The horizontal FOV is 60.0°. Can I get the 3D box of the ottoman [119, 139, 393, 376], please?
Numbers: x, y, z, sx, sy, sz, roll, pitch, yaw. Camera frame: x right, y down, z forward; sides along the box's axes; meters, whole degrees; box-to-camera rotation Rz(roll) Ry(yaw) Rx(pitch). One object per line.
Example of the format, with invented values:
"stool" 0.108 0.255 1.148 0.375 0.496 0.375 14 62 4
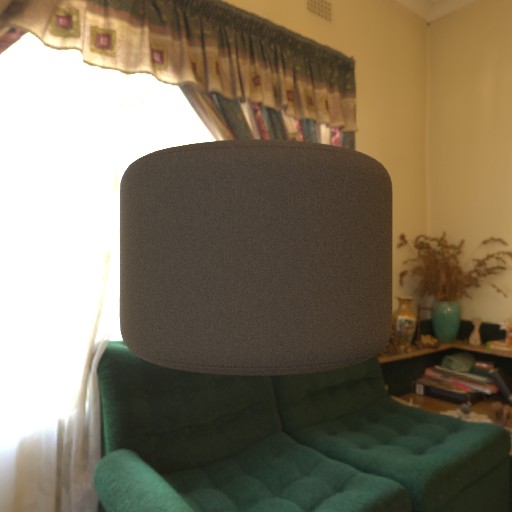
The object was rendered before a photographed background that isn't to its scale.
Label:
"ottoman" 0.000 0.000 1.032 0.608 0.433 0.608 0 0 0
